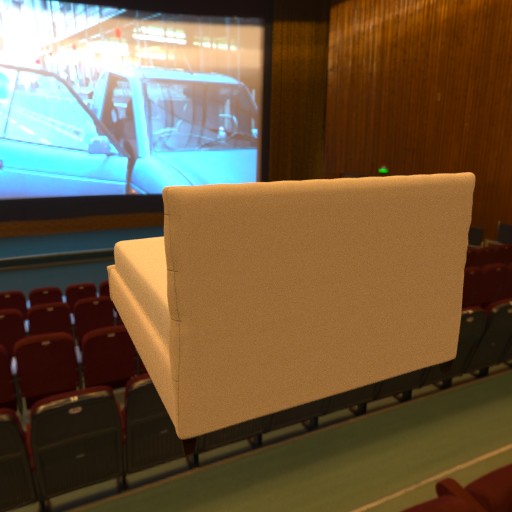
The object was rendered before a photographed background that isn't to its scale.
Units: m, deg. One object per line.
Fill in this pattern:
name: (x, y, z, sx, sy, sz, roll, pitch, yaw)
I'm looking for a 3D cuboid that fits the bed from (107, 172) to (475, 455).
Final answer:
bed: (0.000, 0.000, 3.627, 2.078, 1.427, 2.387, -7, 16, -25)
